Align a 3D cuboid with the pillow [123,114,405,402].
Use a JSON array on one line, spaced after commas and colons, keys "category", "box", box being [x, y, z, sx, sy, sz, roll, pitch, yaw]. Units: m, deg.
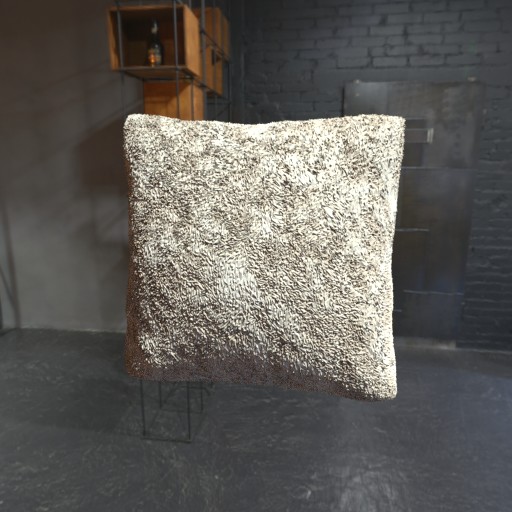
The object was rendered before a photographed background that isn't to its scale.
[{"category": "pillow", "box": [0.000, 0.000, 0.815, 0.529, 0.515, 0.218, 2, 13, 9]}]
